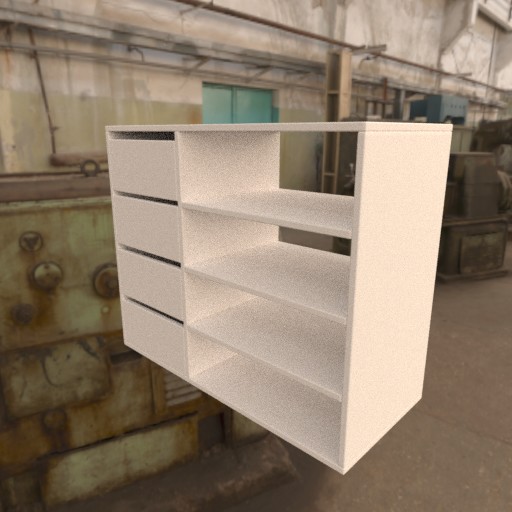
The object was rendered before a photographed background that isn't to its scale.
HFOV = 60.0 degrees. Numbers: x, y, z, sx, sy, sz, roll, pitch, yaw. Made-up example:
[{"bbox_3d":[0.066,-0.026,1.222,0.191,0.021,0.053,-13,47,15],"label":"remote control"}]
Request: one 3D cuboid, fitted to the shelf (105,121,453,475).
[{"bbox_3d":[0.000,0.000,1.292,0.895,0.732,0.396,14,21,41],"label":"shelf"}]
